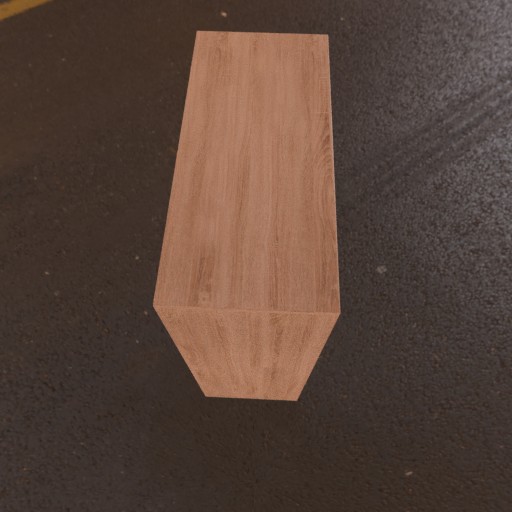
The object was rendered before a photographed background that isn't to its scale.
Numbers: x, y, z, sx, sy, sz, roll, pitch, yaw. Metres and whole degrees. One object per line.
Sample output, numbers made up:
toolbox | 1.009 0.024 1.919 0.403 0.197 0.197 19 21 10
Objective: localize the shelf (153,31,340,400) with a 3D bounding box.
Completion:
shelf | 0.000 0.000 1.902 0.450 1.390 1.000 2 63 1
